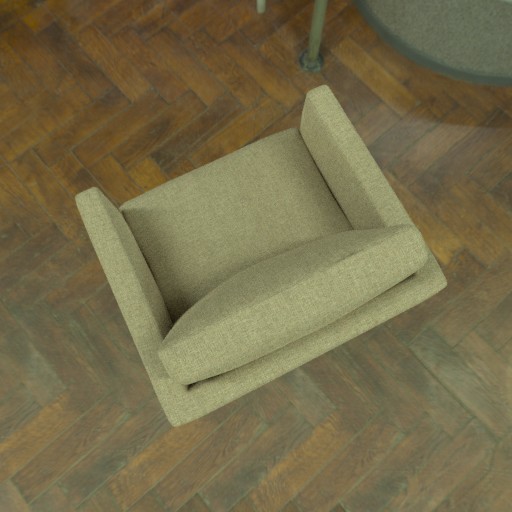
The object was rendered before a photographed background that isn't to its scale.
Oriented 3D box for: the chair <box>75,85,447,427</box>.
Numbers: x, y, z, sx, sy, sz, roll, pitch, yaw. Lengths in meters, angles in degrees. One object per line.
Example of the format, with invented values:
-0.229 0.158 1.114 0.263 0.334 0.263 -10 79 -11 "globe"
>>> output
0.000 0.000 1.889 1.107 0.987 0.959 -26 78 -6 "chair"
